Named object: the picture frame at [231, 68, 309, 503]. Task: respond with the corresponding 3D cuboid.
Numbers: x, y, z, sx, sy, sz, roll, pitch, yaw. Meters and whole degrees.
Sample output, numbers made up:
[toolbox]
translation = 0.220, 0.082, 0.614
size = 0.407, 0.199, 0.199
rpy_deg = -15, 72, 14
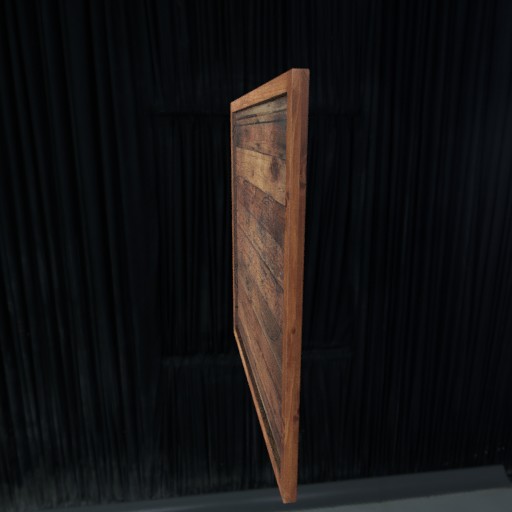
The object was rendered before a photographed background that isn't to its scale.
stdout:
[picture frame]
translation = 0.000, 0.000, 1.172
size = 0.029, 0.817, 0.810
rpy_deg = -3, 16, -9
